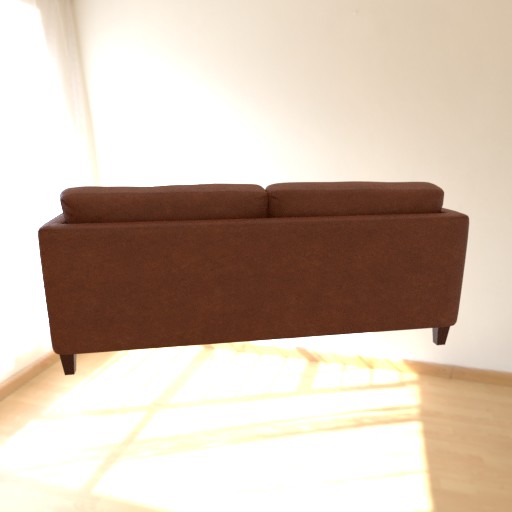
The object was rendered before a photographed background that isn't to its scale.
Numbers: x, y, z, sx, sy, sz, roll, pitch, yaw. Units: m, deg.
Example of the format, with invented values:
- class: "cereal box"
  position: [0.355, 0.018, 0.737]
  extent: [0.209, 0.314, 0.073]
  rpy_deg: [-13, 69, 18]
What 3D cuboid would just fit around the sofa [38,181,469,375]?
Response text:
- class: "sofa"
  position: [0.000, 0.000, 2.704]
  extent: [2.204, 0.932, 0.950]
  rpy_deg: [-2, 15, -9]
